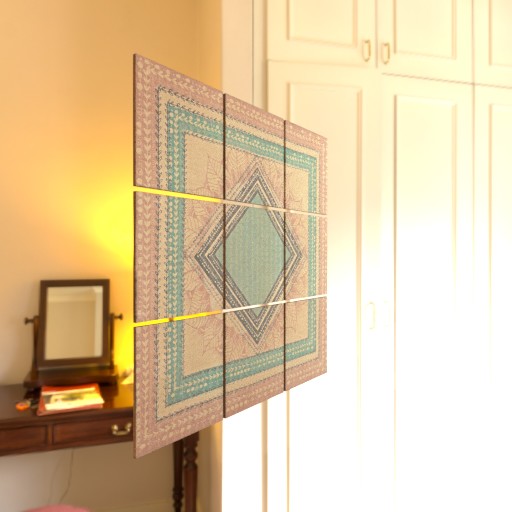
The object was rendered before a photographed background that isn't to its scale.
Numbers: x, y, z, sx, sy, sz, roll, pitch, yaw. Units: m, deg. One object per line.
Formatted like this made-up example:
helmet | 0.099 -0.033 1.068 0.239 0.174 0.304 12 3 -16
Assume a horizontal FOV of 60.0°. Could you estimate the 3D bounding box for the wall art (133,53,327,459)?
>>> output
wall art | 0.000 0.000 1.814 0.013 1.213 1.215 0 0 37
